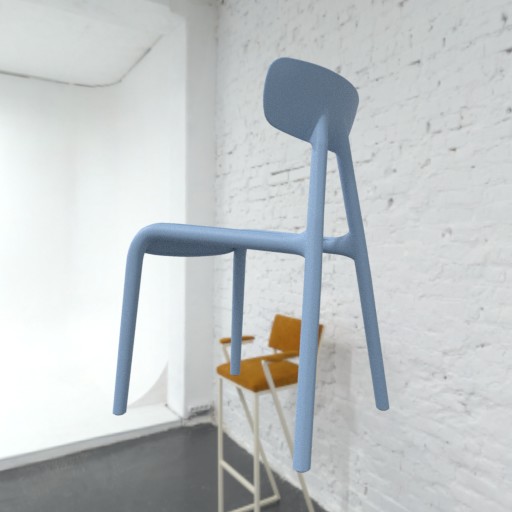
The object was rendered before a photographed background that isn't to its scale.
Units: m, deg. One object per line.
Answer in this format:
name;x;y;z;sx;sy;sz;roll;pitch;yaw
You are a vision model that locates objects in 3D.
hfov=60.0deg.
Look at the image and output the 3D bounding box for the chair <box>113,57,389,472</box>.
chair;0.000;0.000;0.832;0.401;0.580;0.356;0;0;37
